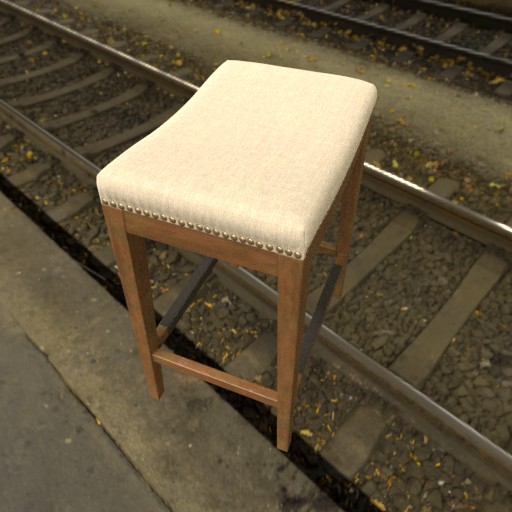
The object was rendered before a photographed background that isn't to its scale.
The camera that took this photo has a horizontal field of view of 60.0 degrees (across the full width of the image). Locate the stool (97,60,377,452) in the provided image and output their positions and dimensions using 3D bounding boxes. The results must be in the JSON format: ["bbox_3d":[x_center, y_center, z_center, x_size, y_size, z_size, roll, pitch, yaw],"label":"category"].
[{"bbox_3d":[0.000,0.000,0.984,0.356,0.660,0.508,16,47,15],"label":"stool"}]
